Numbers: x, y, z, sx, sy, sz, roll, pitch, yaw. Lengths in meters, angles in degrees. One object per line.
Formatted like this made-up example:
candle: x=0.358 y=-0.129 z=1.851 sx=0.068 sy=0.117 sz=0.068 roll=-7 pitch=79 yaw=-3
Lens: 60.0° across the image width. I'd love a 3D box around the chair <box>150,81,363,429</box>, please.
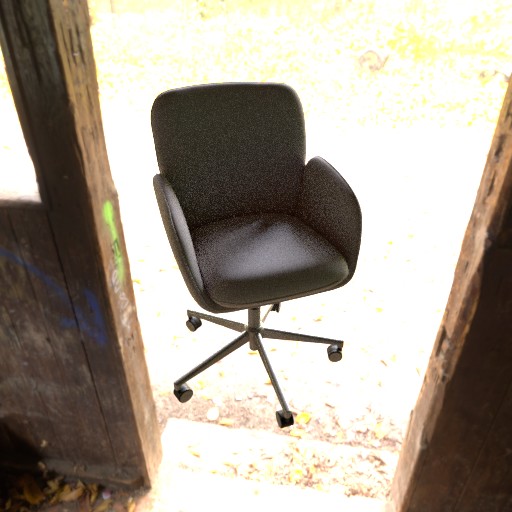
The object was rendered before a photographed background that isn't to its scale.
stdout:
chair: x=0.000 y=0.000 z=1.430 sx=0.648 sy=0.959 sz=0.633 roll=-10 pitch=34 yaw=-16
